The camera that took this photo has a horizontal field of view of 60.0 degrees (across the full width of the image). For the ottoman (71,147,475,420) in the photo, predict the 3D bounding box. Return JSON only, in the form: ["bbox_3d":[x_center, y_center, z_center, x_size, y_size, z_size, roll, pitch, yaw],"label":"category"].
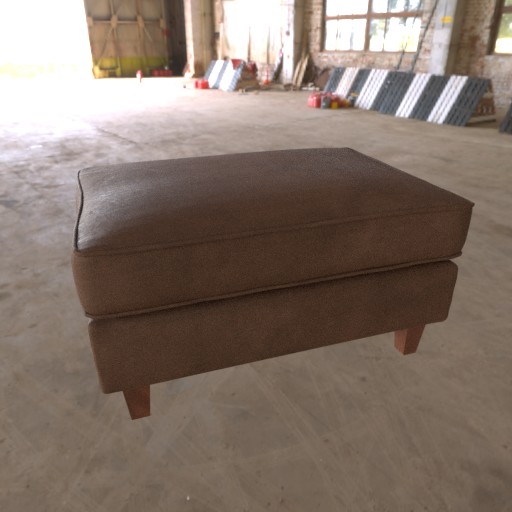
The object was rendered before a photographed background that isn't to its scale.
[{"bbox_3d":[0.000,0.000,1.181,0.860,0.481,0.596,-8,27,-17],"label":"ottoman"}]
